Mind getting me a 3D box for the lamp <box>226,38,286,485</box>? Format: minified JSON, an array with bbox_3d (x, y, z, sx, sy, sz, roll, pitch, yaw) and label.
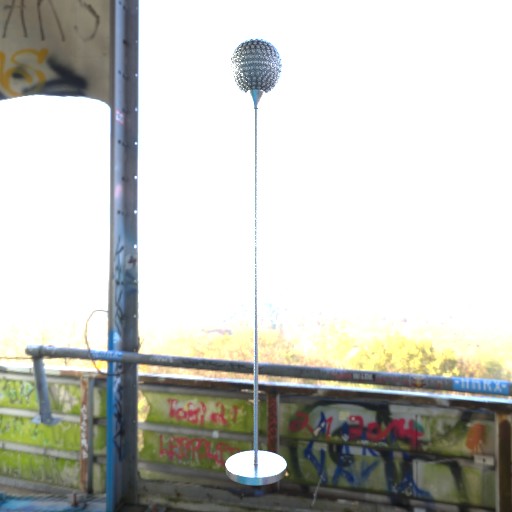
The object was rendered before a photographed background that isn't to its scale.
[{"bbox_3d":[0.000,0.000,1.882,0.254,1.805,0.254,0,-1,0],"label":"lamp"}]
